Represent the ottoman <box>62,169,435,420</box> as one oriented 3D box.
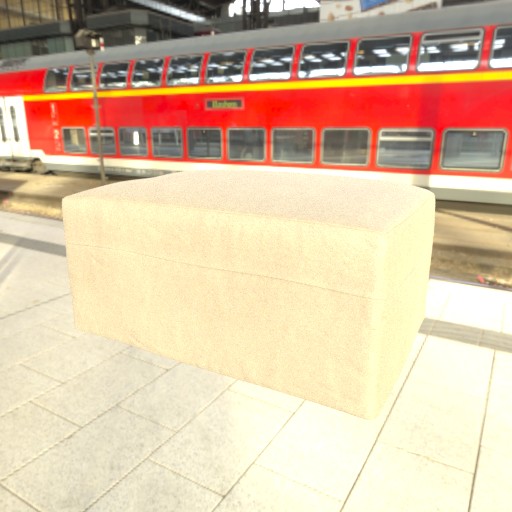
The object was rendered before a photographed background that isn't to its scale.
[{"bbox_3d":[0.000,0.000,1.236,0.872,0.444,0.590,9,19,27],"label":"ottoman"}]
